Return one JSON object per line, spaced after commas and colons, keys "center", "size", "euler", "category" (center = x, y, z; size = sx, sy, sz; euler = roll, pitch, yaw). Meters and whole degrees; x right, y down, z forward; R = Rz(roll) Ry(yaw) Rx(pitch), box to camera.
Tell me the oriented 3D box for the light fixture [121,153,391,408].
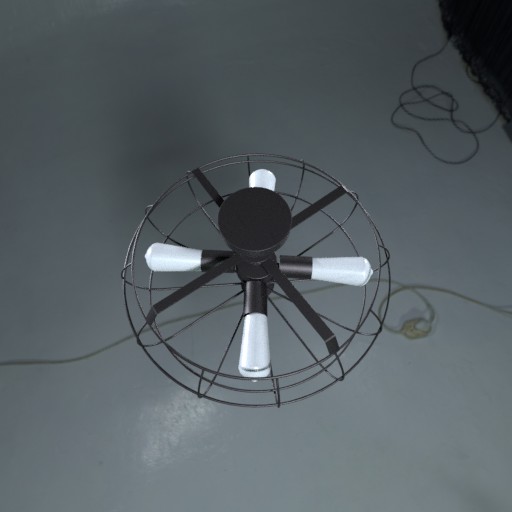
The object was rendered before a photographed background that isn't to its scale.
{"center": [0.000, 0.000, 0.917], "size": [0.582, 0.311, 0.582], "euler": [0, 64, 0], "category": "light fixture"}
